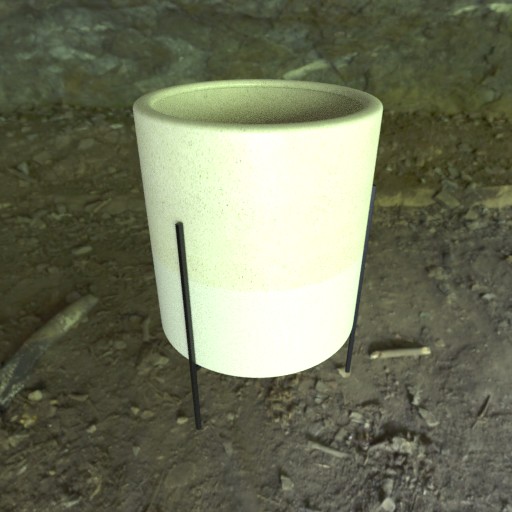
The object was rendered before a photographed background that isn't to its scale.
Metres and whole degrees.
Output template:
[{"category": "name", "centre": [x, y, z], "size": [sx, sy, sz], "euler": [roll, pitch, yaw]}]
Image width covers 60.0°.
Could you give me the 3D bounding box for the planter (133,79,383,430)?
[{"category": "planter", "centre": [0.000, 0.000, 0.706], "size": [0.324, 0.483, 0.333], "euler": [19, 35, 29]}]
